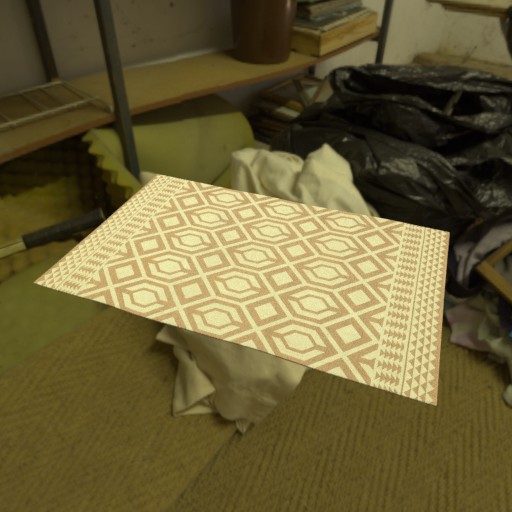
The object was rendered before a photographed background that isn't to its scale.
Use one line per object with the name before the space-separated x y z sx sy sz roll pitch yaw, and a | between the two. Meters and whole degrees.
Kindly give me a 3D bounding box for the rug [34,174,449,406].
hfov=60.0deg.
rug | 0.000 0.000 3.014 2.435 0.011 1.526 14 41 16
